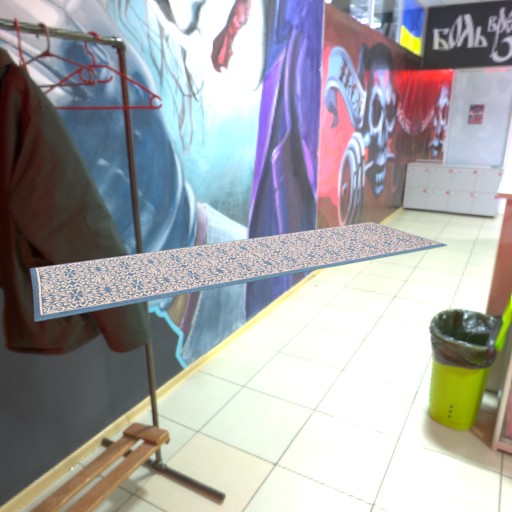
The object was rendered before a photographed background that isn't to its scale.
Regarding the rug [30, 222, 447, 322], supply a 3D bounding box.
[{"bbox_3d":[0.000,0.000,2.406,2.196,0.011,0.662,-9,20,-26],"label":"rug"}]
